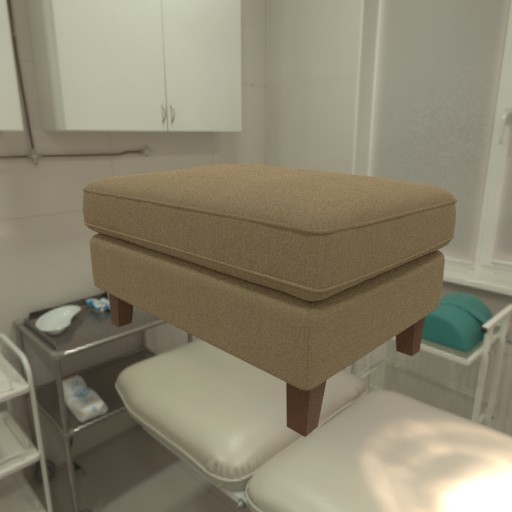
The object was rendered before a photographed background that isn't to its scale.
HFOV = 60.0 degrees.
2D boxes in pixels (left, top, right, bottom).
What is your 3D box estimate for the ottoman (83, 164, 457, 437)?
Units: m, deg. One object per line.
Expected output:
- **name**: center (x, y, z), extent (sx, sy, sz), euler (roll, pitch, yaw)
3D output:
- **ottoman**: center (0.000, 0.000, 1.318), extent (0.945, 0.521, 0.636), euler (15, 21, 43)
